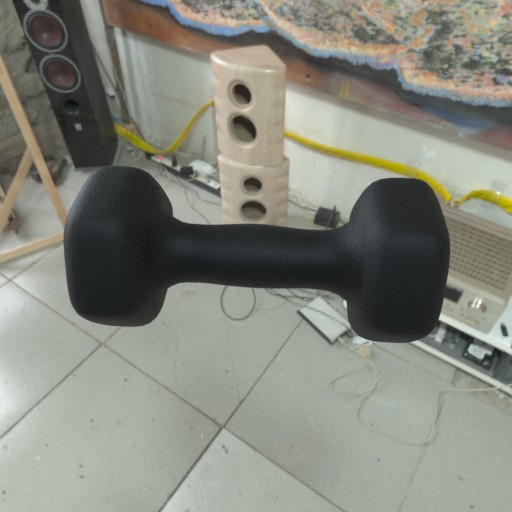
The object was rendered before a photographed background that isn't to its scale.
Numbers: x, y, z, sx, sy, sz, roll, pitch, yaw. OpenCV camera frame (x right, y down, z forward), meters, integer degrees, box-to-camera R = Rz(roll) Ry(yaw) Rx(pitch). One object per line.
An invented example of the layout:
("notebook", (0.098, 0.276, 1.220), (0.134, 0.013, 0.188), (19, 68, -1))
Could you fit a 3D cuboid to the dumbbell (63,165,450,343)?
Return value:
("dumbbell", (0.000, 0.000, 0.293), (0.231, 0.101, 0.112), (3, 46, 3))
